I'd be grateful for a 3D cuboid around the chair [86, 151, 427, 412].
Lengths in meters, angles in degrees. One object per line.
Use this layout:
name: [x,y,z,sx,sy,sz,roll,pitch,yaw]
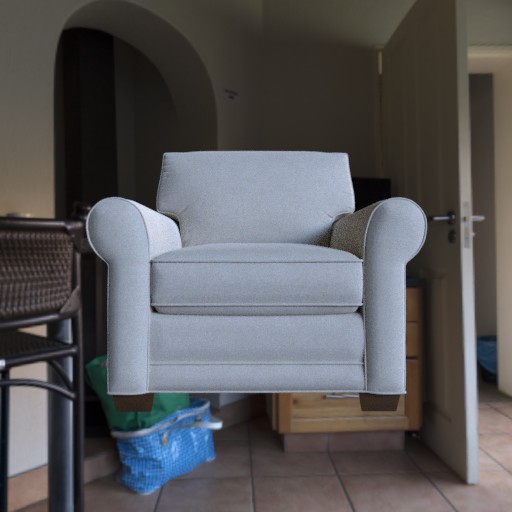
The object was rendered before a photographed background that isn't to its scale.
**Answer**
chair: [0.000,0.000,1.747,1.040,0.955,0.863,0,0,0]
